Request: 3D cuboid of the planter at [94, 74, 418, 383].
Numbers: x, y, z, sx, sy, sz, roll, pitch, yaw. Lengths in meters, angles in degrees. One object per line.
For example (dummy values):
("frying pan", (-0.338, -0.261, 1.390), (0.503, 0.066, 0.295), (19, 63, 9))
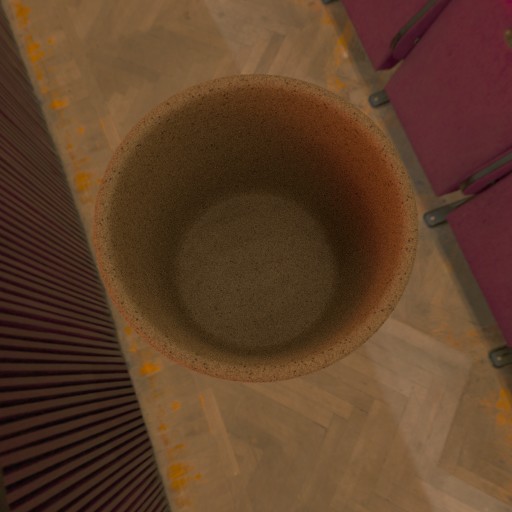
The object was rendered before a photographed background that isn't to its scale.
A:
("planter", (0.000, 0.000, 0.356), (0.191, 0.199, 0.191), (0, 76, 0))
